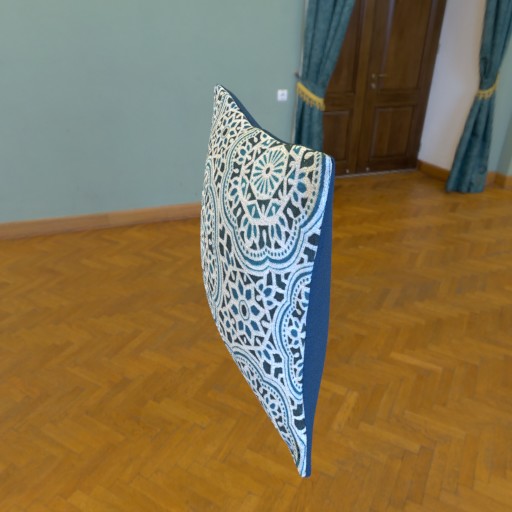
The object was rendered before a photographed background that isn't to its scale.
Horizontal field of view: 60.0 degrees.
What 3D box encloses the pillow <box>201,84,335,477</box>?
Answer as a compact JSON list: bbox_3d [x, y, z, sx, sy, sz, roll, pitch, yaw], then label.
[{"bbox_3d":[0.000,0.000,0.643,0.145,0.420,0.440,-9,31,-15],"label":"pillow"}]
